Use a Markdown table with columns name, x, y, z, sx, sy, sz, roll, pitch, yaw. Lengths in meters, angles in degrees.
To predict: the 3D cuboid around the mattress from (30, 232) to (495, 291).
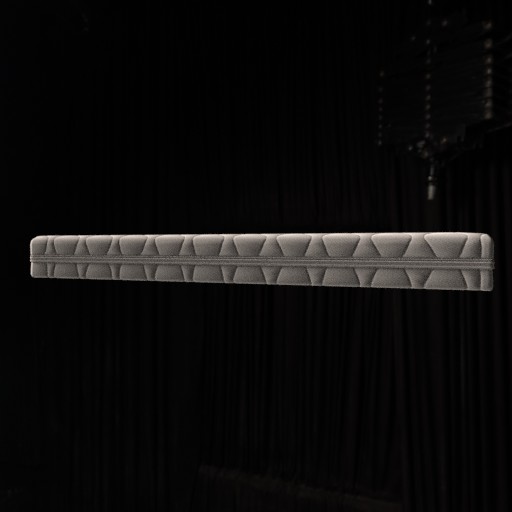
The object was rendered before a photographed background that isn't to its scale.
| name | x | y | z | sx | sy | sz | roll | pitch | yaw |
| --- | --- | --- | --- | --- | --- | --- | --- | --- | --- |
| mattress | 0.000 | 0.000 | 2.235 | 2.000 | 0.200 | 0.900 | 0 | 2 | 19 |
